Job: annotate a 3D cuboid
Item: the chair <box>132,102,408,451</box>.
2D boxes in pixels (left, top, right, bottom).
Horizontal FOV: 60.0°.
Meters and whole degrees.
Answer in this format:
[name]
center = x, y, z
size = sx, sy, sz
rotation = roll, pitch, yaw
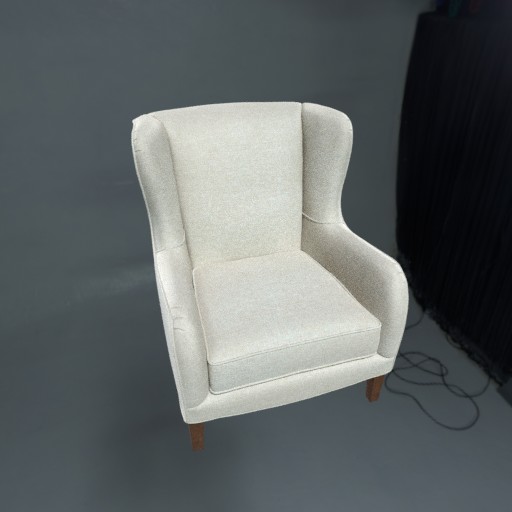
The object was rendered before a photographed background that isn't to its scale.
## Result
[chair]
center = 0.000, 0.000, 1.794
size = 0.838, 1.040, 0.966
rotation = -9, 32, -15
